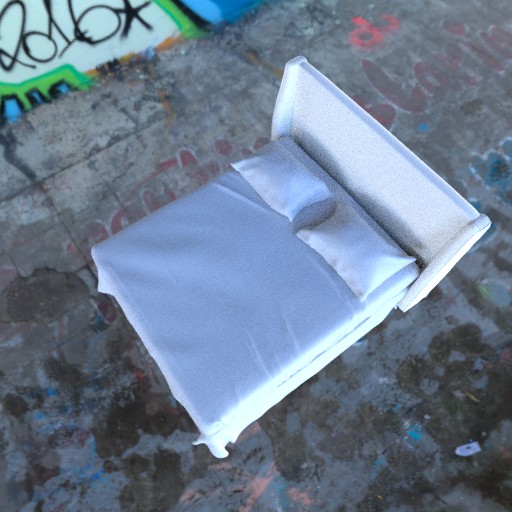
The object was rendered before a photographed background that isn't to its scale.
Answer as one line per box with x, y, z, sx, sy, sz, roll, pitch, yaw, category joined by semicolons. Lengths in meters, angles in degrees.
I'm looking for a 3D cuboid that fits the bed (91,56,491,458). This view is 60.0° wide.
0.000;0.000;3.363;2.276;1.332;1.925;-33;68;-16;bed
